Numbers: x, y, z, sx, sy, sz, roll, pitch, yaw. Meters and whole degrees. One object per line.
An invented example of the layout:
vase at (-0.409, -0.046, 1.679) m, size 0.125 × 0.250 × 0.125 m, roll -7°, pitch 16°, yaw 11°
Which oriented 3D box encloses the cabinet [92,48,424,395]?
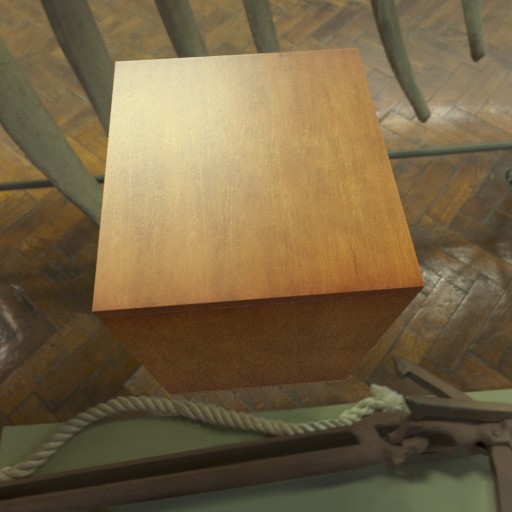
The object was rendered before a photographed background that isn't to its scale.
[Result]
cabinet at (0.000, 0.000, 0.852) m, size 0.401 × 0.579 × 0.409 m, roll -4°, pitch 63°, yaw -2°
